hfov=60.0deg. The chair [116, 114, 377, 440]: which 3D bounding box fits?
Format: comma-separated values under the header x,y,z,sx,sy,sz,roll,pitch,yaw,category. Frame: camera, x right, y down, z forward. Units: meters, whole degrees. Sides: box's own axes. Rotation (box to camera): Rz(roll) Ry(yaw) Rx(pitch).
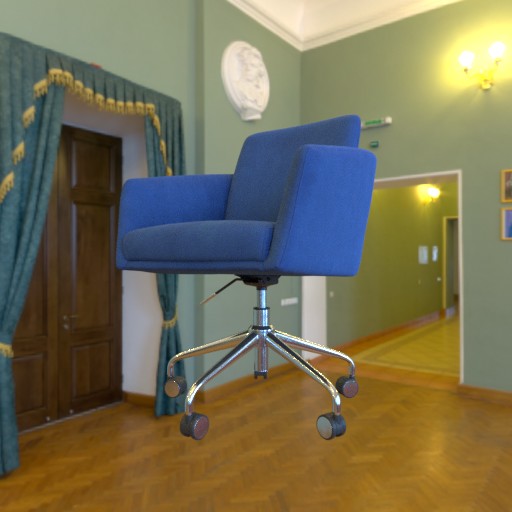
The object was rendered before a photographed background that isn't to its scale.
x,y,z,sx,sy,sz,roll,pitch,yaw,category
0.000,0.000,1.321,0.641,0.908,0.635,0,0,36,chair
